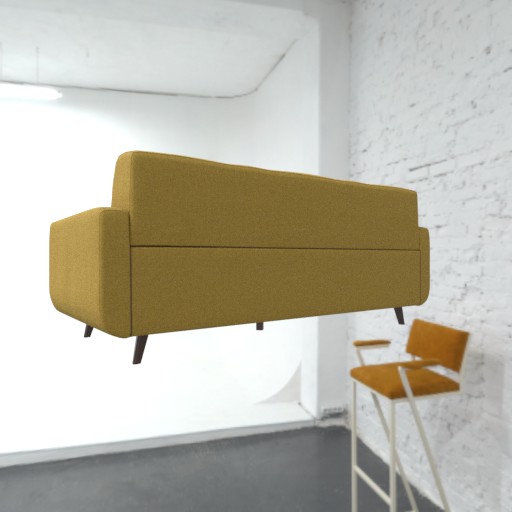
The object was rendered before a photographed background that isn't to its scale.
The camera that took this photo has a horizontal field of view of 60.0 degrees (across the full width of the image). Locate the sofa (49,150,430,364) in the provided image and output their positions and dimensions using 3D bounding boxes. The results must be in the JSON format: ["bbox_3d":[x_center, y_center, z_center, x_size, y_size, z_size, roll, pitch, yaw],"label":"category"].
[{"bbox_3d":[0.000,0.000,2.525,2.029,0.841,0.909,0,0,-36],"label":"sofa"}]
